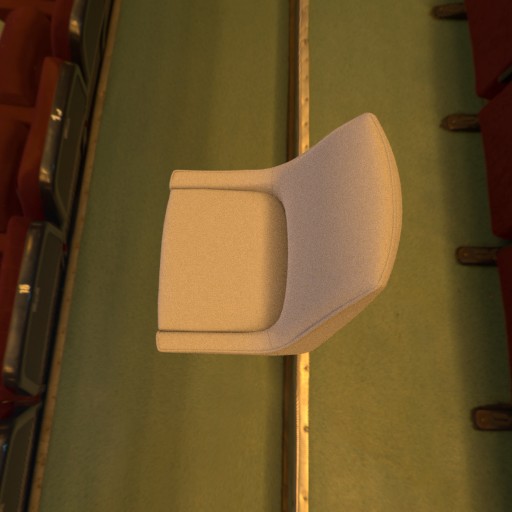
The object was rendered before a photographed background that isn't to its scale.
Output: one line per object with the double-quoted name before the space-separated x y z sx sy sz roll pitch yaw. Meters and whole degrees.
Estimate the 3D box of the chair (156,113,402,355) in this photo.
"chair" 0.000 0.000 1.223 0.544 0.861 0.529 1 74 0
